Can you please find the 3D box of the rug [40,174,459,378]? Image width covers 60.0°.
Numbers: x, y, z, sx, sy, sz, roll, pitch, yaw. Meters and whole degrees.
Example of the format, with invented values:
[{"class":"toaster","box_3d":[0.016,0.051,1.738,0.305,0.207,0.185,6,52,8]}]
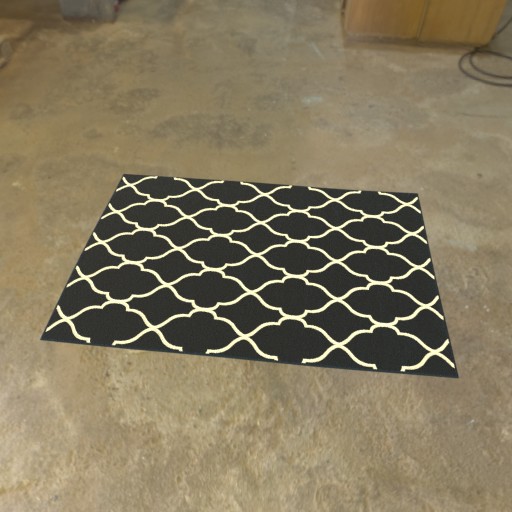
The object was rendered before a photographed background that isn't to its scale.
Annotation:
[{"class":"rug","box_3d":[0.000,0.000,2.906,2.294,0.014,1.528,4,48,4]}]
